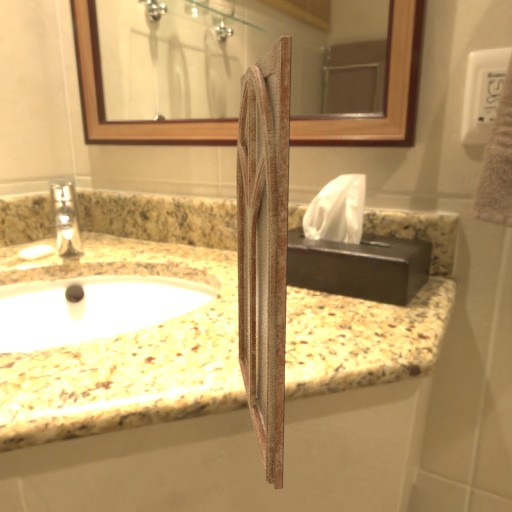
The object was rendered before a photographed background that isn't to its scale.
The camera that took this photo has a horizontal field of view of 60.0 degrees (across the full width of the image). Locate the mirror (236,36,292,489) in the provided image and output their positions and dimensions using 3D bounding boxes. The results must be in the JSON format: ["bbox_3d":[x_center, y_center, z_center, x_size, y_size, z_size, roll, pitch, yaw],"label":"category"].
[{"bbox_3d":[0.000,0.000,0.973,0.058,0.787,0.495,-2,16,-8],"label":"mirror"}]
